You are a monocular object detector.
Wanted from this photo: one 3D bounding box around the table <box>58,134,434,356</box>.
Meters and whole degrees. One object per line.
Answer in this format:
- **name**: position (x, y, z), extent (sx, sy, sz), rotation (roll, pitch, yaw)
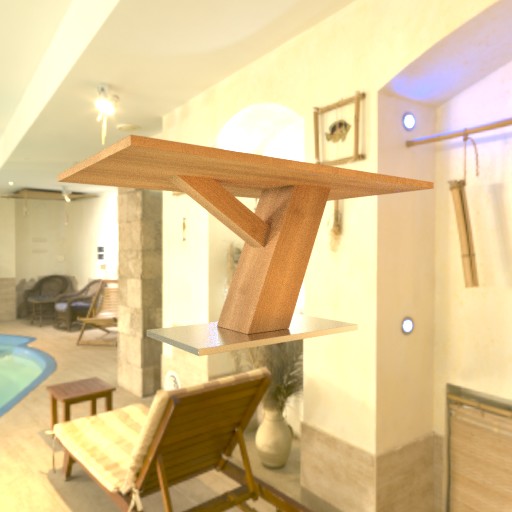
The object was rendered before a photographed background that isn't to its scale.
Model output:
- **table**: position (0.000, 0.000, 2.158), extent (1.600, 0.750, 0.900), rotation (-1, 1, -37)
